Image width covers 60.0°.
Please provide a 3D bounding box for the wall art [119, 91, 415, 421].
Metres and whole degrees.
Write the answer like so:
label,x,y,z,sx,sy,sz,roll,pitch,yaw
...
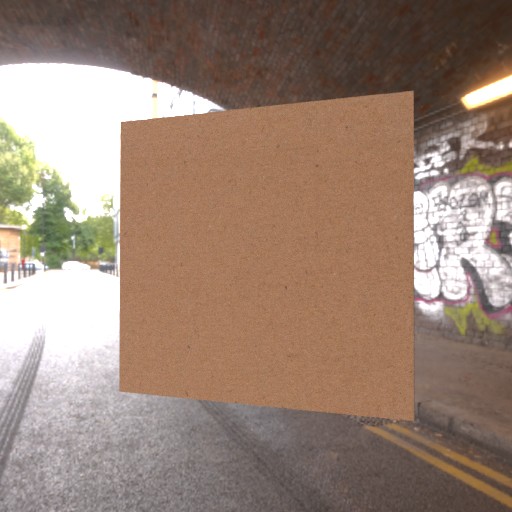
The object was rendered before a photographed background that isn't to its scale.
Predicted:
label,x,y,z,sx,sy,sz,roll,pitch,yaw
wall art,0.000,0.000,0.488,0.327,0.318,0.029,0,-1,17
